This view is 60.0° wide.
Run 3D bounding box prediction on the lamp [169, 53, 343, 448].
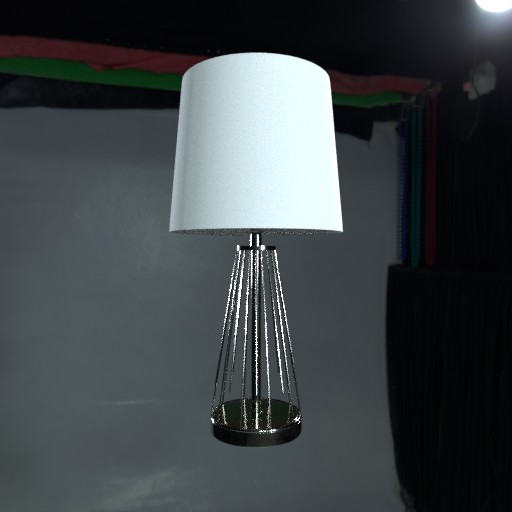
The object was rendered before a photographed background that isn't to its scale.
[{"bbox_3d":[0.000,0.000,0.790,0.303,0.618,0.303,0,1,0],"label":"lamp"}]
